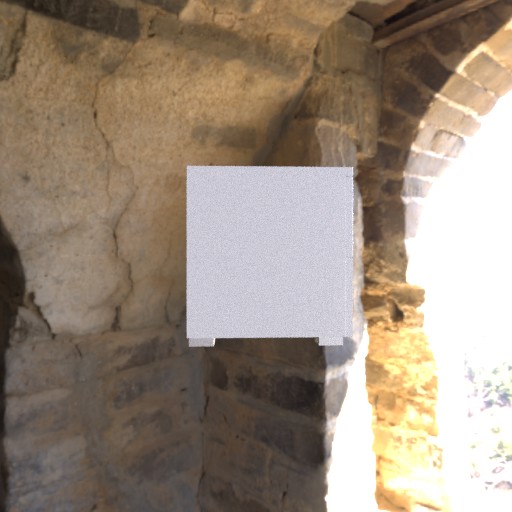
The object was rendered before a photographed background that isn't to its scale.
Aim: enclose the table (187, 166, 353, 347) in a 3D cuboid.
[{"bbox_3d":[0.000,0.000,1.859,0.390,0.420,1.650,0,0,-2],"label":"table"}]
